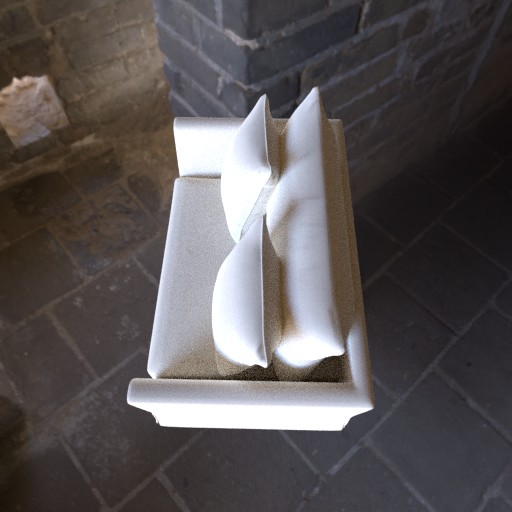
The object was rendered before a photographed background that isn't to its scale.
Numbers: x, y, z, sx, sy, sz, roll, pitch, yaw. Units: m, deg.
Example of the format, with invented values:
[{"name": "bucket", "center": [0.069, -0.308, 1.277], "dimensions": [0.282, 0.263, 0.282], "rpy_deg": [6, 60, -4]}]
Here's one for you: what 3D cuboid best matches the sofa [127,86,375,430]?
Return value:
[{"name": "sofa", "center": [0.000, 0.000, 2.302], "dimensions": [1.026, 1.039, 1.608], "rpy_deg": [1, 58, 1]}]
